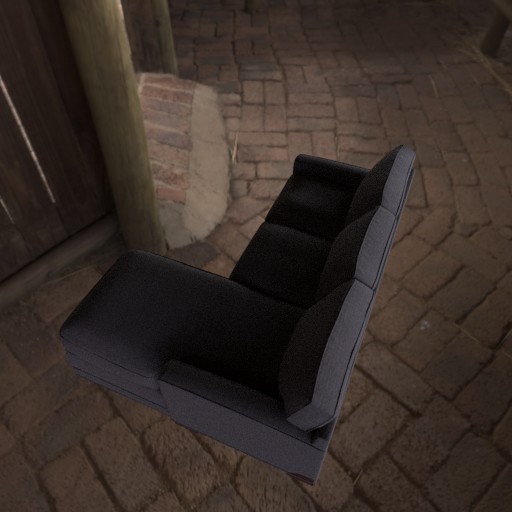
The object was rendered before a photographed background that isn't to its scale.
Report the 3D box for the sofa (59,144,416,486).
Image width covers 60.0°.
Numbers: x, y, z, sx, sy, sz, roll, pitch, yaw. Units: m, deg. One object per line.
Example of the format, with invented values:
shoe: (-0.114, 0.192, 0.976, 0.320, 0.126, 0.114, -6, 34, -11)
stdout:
sofa: (0.000, 0.000, 3.261, 1.790, 0.973, 2.370, 18, 50, 16)
